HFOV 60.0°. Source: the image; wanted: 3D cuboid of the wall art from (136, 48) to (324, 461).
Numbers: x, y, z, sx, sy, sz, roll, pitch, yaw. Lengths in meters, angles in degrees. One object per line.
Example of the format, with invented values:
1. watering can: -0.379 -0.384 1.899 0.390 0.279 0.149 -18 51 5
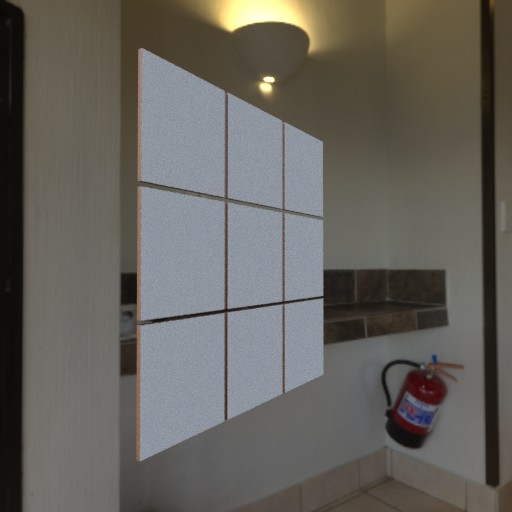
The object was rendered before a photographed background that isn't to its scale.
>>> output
1. wall art: 0.000 0.000 1.858 0.017 1.246 1.256 -1 -1 34
